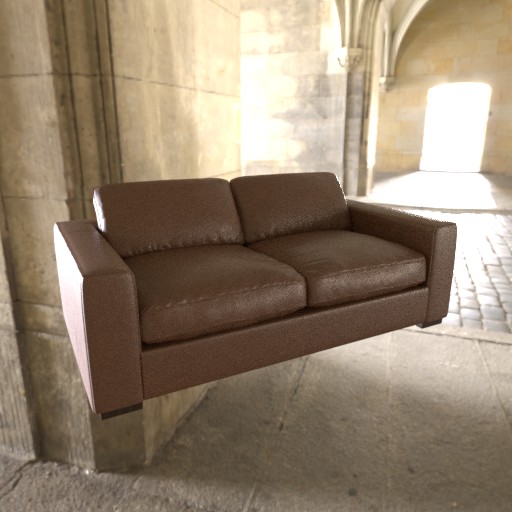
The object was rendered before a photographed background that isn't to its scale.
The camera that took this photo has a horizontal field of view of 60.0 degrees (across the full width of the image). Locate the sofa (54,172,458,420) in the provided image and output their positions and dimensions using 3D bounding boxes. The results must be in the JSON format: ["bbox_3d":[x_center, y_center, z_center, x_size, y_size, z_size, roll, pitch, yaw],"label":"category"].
[{"bbox_3d":[0.000,0.000,2.405,1.920,0.800,1.070,-8,18,-27],"label":"sofa"}]
